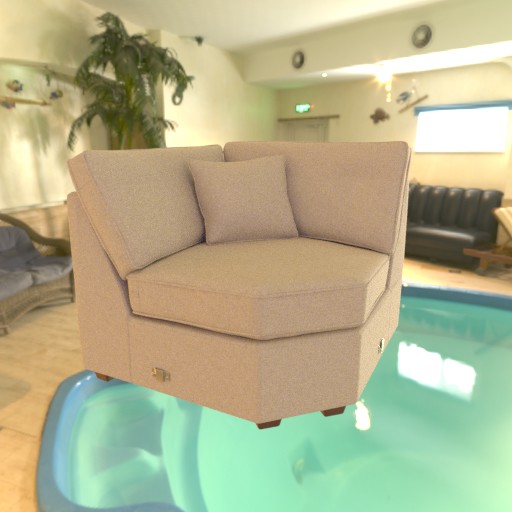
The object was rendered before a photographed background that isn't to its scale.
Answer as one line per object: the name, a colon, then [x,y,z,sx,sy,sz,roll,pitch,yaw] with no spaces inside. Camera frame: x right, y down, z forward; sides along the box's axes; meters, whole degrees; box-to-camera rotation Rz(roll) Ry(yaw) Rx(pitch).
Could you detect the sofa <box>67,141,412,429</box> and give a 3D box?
sofa: [0.000,0.000,1.835,1.042,0.937,1.050,7,15,27]
